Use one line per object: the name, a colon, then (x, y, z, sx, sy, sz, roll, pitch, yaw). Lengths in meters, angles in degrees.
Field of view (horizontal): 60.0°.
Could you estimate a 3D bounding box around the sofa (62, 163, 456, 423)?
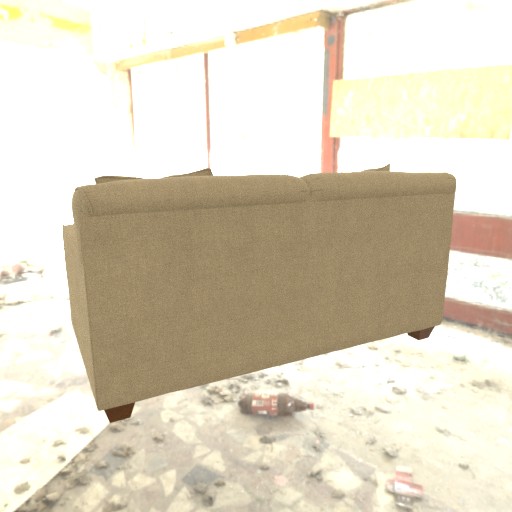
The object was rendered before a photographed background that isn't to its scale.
sofa: (0.000, 0.000, 2.372, 1.846, 0.958, 0.998, -7, 15, -27)
